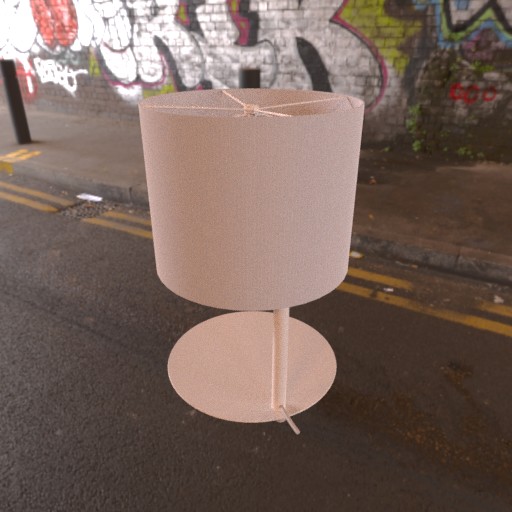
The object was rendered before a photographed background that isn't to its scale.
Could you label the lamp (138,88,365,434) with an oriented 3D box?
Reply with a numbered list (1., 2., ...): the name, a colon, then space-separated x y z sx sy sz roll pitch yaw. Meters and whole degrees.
1. lamp: 0.000 0.000 0.684 0.299 0.454 0.341 -9 27 -17
